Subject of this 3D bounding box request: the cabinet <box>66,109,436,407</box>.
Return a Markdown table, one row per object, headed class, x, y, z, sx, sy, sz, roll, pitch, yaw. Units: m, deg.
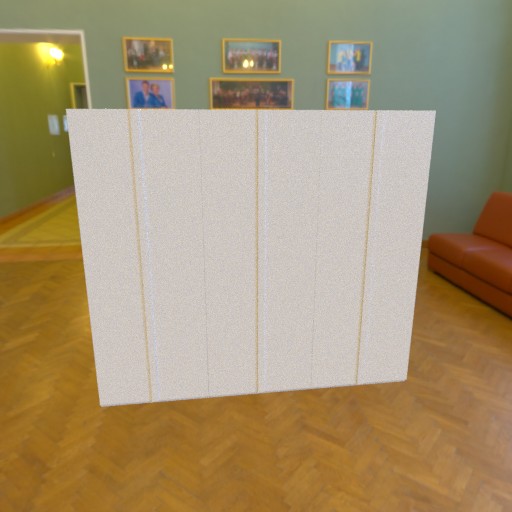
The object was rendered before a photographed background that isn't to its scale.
| class | x | y | z | sx | sy | sz | roll | pitch | yaw |
| --- | --- | --- | --- | --- | --- | --- | --- | --- | --- |
| cabinet | 0.000 | 0.000 | 3.811 | 2.700 | 2.370 | 0.590 | -2 | 17 | -8 |
